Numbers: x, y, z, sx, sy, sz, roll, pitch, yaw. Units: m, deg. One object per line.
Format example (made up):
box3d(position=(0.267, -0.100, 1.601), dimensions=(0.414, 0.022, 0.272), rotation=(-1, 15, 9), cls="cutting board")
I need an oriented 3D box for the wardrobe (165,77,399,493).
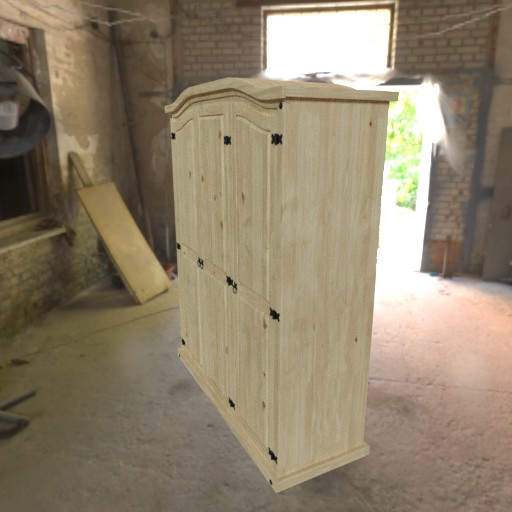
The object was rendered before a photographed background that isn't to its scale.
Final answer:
box3d(position=(0.000, 0.000, 2.593), dimensions=(0.570, 1.870, 1.500), rotation=(-8, 18, -26), cls="wardrobe")
